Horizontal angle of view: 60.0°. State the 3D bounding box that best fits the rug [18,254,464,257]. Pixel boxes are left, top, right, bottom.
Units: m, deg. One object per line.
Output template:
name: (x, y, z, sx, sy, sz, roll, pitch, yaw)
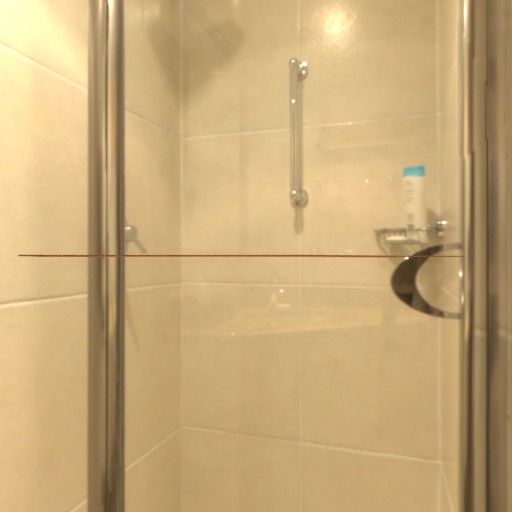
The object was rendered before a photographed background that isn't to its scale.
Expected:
rug: (0.000, 0.000, 2.561, 2.353, 0.013, 0.718, 0, 0, -19)
